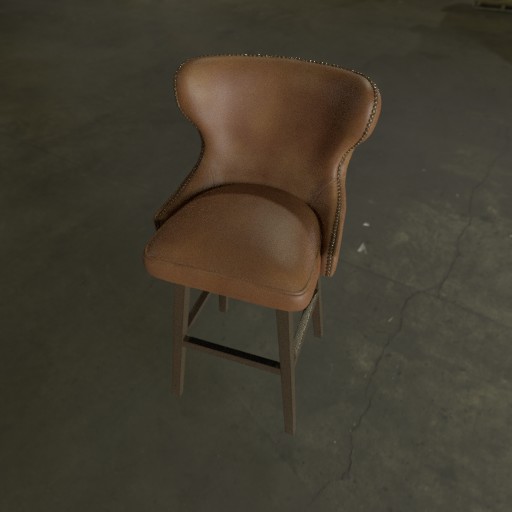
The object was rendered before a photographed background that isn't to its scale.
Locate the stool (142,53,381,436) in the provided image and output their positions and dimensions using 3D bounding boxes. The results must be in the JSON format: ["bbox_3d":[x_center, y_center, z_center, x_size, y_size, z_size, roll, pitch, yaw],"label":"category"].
[{"bbox_3d":[0.000,0.000,1.446,0.591,1.087,0.606,13,43,14],"label":"stool"}]
